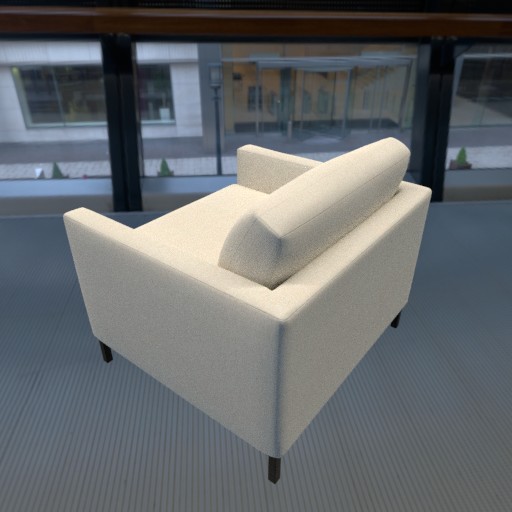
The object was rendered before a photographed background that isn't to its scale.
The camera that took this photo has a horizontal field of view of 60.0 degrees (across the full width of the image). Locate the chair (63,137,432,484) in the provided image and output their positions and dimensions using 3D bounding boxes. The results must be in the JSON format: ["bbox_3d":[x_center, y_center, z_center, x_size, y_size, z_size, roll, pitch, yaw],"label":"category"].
[{"bbox_3d":[0.000,0.000,1.595,0.875,0.806,0.964,22,37,32],"label":"chair"}]
